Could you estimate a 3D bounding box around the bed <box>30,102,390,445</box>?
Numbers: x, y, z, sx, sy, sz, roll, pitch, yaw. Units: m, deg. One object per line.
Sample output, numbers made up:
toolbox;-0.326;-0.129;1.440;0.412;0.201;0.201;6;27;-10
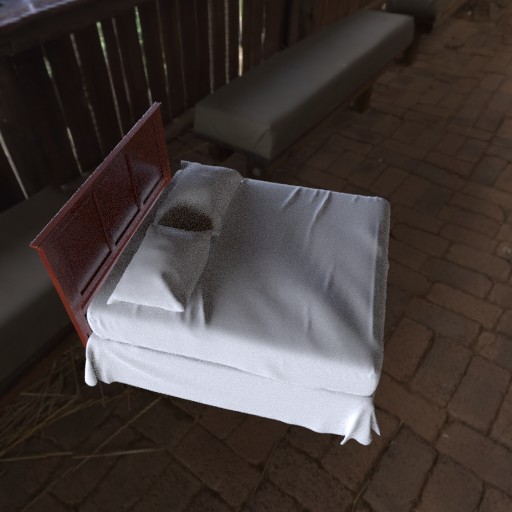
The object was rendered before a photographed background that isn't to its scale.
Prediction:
bed;0.000;0.000;3.152;2.050;1.270;1.870;10;46;10
